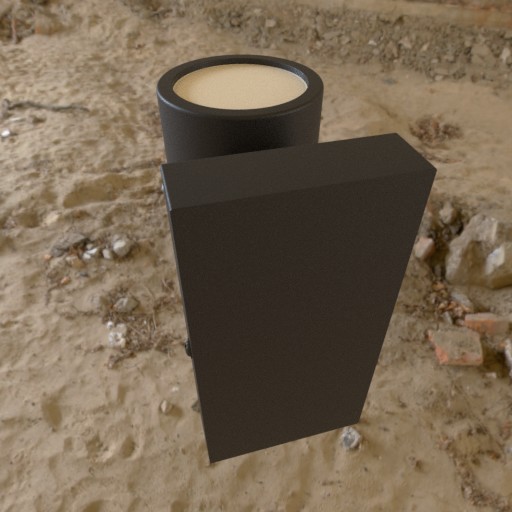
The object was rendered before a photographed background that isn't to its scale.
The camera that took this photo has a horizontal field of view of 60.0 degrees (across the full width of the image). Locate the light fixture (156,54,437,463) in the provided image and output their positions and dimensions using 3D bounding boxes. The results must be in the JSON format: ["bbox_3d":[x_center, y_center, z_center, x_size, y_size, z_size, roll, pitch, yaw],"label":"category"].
[{"bbox_3d":[0.000,0.000,0.253,0.098,0.179,0.138,-10,43,-11],"label":"light fixture"}]
